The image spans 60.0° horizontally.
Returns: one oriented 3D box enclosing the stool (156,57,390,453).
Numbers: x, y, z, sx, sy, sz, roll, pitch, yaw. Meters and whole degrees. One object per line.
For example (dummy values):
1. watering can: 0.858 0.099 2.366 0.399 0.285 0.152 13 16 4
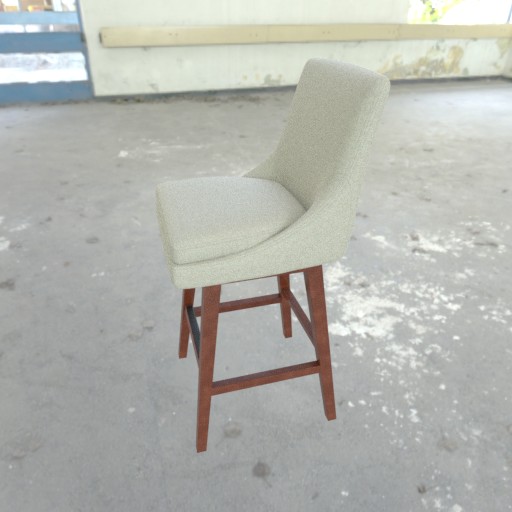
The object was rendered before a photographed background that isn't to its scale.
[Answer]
1. stool: 0.000 0.000 1.381 0.559 1.092 0.470 -8 31 -14
